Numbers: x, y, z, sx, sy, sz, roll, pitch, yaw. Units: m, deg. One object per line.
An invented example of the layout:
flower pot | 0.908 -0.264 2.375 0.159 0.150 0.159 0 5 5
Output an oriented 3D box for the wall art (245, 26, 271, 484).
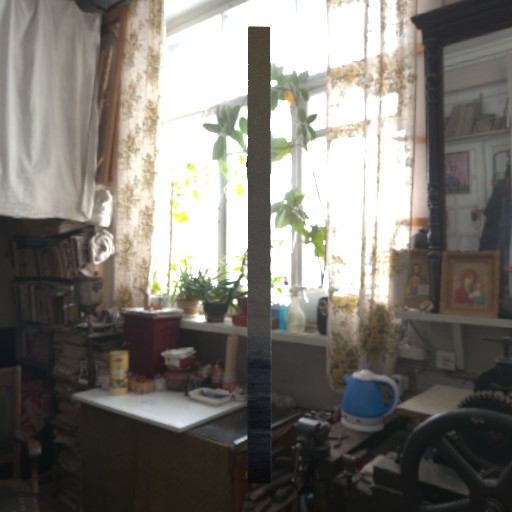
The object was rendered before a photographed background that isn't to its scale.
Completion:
wall art | 0.000 0.000 0.986 0.041 0.710 0.608 0 0 -1
